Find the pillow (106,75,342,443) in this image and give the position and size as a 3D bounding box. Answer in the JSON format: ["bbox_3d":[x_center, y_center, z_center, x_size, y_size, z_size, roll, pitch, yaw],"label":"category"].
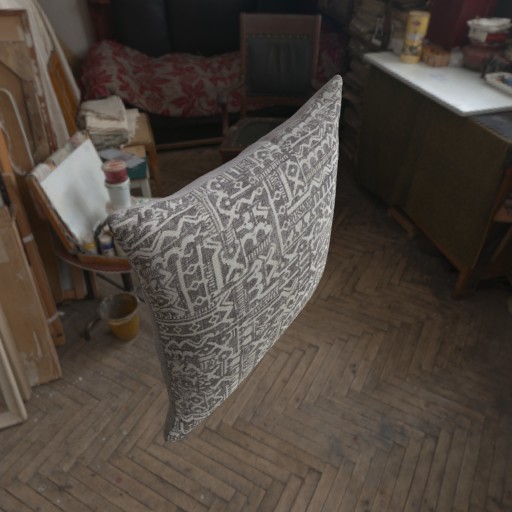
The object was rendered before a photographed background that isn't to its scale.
[{"bbox_3d":[0.000,0.000,0.785,0.180,0.487,0.546,24,46,26],"label":"pillow"}]
